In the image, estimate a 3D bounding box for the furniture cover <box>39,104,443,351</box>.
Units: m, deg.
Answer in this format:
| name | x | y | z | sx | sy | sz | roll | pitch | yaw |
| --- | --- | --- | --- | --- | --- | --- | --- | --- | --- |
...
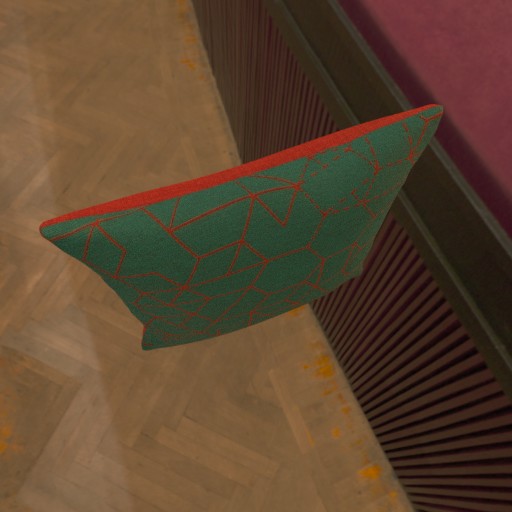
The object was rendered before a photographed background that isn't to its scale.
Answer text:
| name | x | y | z | sx | sy | sz | roll | pitch | yaw |
| --- | --- | --- | --- | --- | --- | --- | --- | --- | --- |
| furniture cover | 0.000 | 0.000 | 0.755 | 0.517 | 0.508 | 0.158 | -19 | 65 | -9 |
